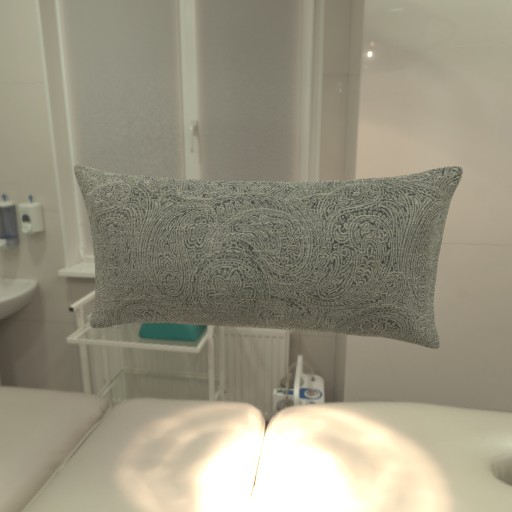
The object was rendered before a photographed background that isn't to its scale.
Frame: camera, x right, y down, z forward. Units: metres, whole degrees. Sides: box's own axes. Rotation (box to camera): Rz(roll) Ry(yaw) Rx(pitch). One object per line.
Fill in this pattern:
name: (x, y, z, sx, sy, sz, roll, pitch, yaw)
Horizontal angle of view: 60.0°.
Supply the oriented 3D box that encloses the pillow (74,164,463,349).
pillow: (0.000, 0.000, 0.731, 0.615, 0.295, 0.151, 2, 15, 8)
